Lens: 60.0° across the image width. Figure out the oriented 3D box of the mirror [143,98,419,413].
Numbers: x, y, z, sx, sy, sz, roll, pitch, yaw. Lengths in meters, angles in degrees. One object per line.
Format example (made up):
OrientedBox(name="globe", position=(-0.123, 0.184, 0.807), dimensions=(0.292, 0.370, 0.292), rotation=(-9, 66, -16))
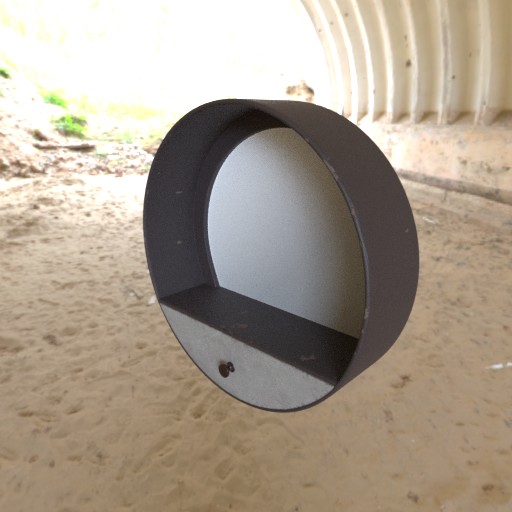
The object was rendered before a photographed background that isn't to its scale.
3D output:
OrientedBox(name="mirror", position=(0.000, 0.000, 0.578), dimensions=(0.386, 0.386, 0.126), rotation=(16, 24, 41))
